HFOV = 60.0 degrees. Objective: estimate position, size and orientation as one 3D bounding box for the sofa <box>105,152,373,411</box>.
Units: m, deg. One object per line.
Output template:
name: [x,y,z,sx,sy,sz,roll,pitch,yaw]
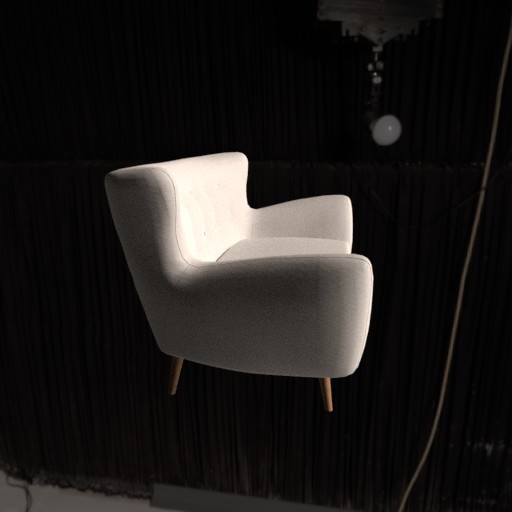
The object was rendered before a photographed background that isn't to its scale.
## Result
sofa: [0.000,0.000,2.025,0.921,0.878,1.424,2,15,9]
